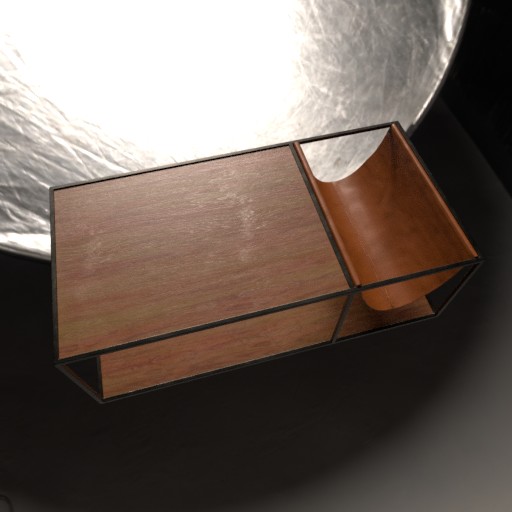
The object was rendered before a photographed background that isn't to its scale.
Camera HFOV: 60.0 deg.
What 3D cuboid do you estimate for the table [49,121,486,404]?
[{"bbox_3d":[0.000,0.000,1.502,1.199,0.403,0.597,-13,59,-8],"label":"table"}]
